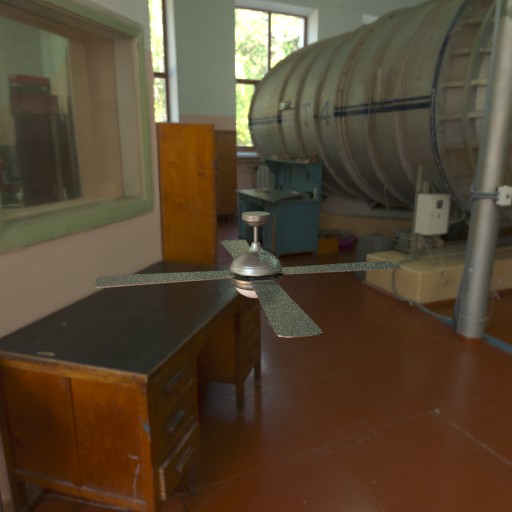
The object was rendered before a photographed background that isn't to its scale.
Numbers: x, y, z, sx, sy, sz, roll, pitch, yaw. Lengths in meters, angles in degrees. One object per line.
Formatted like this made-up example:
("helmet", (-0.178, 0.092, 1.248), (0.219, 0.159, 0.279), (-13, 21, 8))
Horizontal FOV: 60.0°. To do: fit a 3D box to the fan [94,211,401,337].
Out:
("fan", (0.000, 0.000, 1.982), (1.321, 0.381, 1.321), (2, 15, 9))
